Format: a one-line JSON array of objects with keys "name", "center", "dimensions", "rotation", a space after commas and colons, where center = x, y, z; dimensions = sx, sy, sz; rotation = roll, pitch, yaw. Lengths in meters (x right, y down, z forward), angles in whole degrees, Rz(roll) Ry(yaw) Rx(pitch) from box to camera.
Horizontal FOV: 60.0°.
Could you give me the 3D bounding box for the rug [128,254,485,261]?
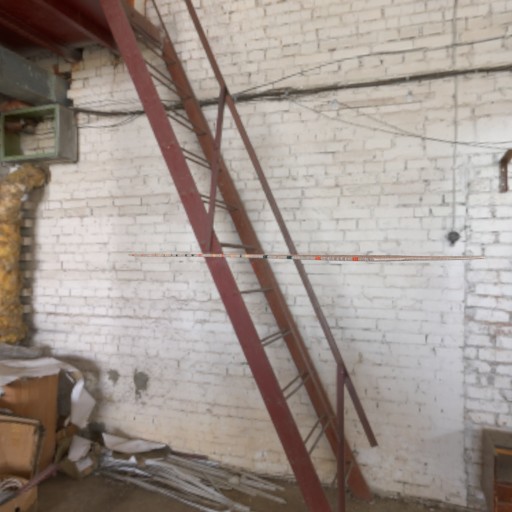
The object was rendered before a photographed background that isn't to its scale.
[{"name": "rug", "center": [0.000, 0.000, 2.693], "dimensions": [0.744, 0.022, 2.419], "rotation": [0, 1, -35]}]
